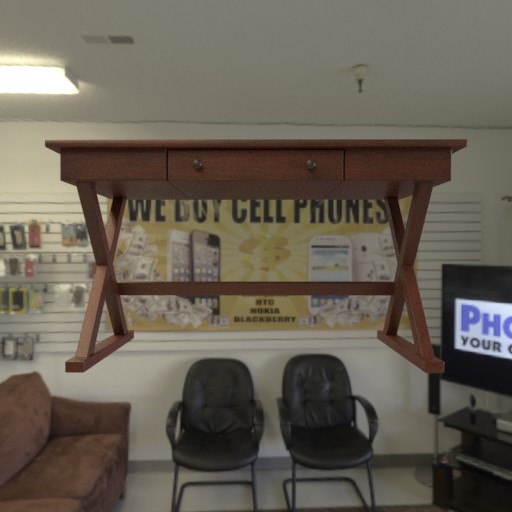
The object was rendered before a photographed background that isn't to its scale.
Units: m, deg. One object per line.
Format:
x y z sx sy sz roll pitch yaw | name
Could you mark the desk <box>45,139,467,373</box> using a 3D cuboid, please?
0.000 0.000 1.740 1.372 0.761 0.600 0 0 0 | desk
